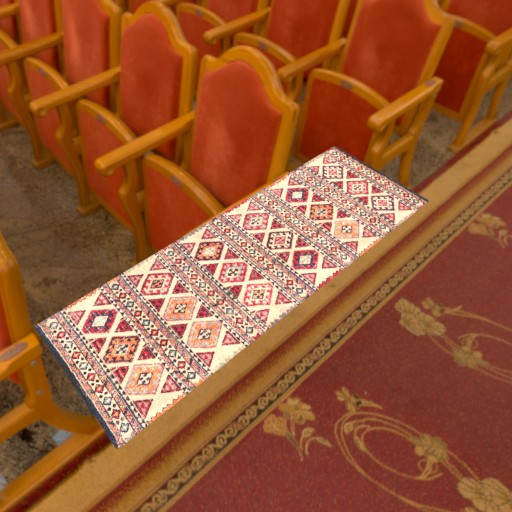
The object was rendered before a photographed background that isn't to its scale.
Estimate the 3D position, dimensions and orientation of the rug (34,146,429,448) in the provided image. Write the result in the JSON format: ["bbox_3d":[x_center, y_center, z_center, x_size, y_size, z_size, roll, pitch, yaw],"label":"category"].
[{"bbox_3d":[0.000,0.000,2.615,2.362,0.008,0.832,-34,57,-26],"label":"rug"}]
